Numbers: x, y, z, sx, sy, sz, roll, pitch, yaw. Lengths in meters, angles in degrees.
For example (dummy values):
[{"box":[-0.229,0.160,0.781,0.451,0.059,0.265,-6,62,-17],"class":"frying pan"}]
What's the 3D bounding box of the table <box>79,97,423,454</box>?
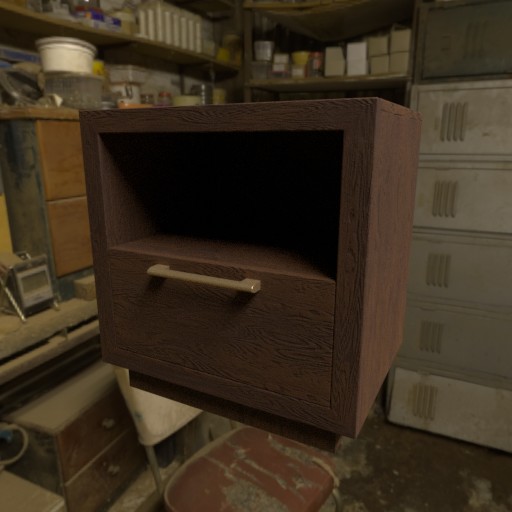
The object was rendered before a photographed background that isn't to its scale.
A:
[{"box":[0.000,0.000,0.941,0.560,0.585,0.439,8,16,27],"class":"table"}]
